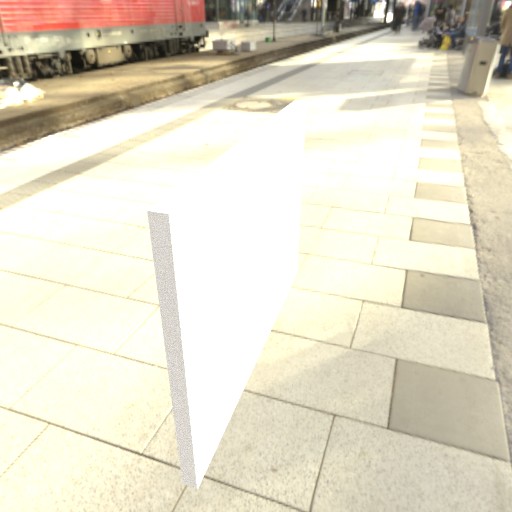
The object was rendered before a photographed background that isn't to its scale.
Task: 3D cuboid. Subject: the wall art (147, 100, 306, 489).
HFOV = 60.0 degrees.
[{"bbox_3d":[0.000,0.000,1.664,0.051,0.902,1.308,9,30,15],"label":"wall art"}]
